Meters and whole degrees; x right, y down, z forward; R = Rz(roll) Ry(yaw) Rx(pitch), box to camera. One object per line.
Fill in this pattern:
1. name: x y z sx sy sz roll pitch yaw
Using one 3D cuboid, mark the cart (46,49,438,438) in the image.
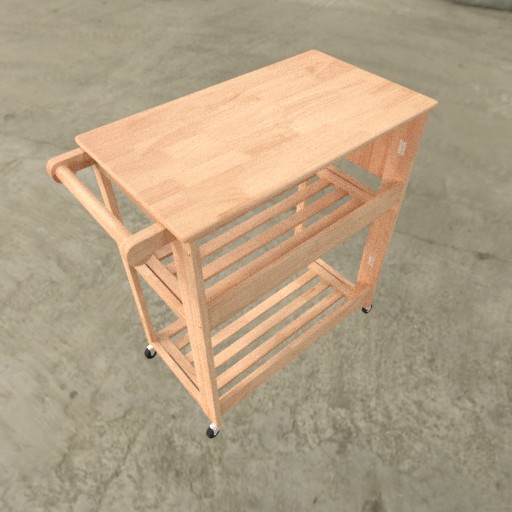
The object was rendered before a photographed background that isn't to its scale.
1. cart: 0.000 0.000 1.329 0.853 0.879 0.432 -32 54 -27
